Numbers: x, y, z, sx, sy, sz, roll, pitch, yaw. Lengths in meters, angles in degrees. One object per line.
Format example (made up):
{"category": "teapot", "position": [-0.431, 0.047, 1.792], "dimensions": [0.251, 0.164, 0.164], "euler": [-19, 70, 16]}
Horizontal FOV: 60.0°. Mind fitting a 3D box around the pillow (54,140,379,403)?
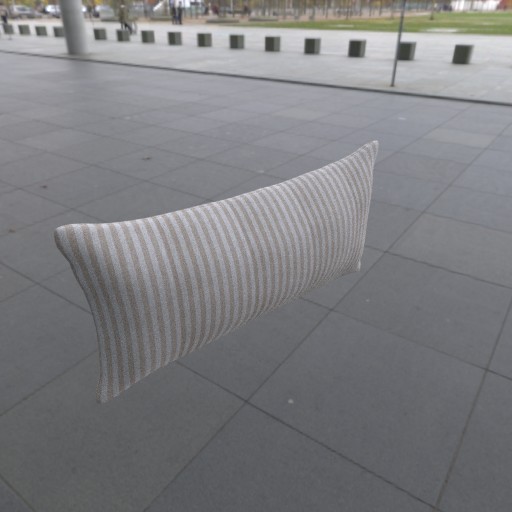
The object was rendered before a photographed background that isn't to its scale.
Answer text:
{"category": "pillow", "position": [0.000, 0.000, 0.762], "dimensions": [0.617, 0.295, 0.151], "euler": [-22, 36, -34]}
